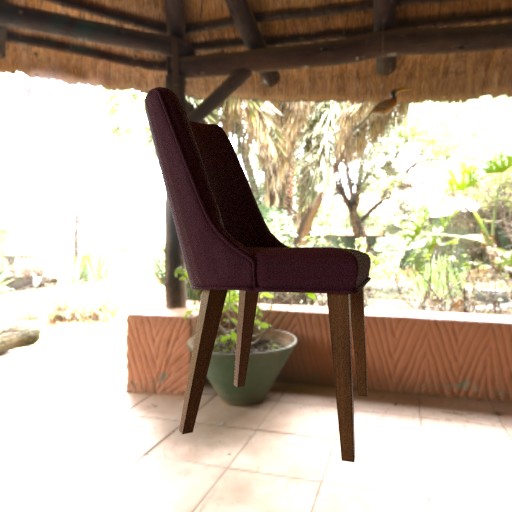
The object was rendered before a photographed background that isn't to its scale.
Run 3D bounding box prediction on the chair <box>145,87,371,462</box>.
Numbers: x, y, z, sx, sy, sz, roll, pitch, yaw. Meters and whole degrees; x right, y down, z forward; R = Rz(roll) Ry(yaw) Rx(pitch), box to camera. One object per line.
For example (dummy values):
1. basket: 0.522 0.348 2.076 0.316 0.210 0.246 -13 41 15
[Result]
1. chair: 0.000 0.000 1.318 0.638 0.916 0.548 0 0 17
